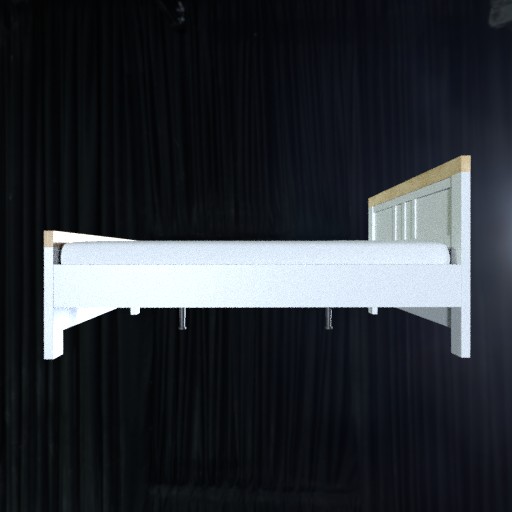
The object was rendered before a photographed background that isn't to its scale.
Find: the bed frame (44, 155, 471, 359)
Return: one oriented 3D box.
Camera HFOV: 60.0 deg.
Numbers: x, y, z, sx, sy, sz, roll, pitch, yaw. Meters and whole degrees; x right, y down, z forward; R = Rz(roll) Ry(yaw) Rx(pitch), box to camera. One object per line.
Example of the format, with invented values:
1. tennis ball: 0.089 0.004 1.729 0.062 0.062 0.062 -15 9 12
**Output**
1. bed frame: 0.000 0.000 2.961 2.050 0.980 1.670 0 0 -1
